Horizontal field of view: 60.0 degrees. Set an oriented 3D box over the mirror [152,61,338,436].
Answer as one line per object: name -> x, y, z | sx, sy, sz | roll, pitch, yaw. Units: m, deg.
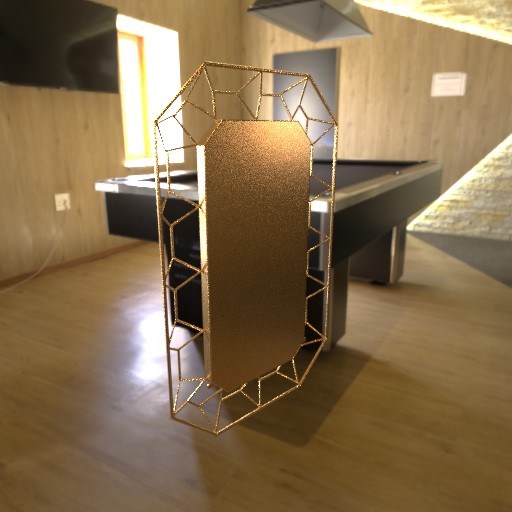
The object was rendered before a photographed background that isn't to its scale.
mirror -> 0.000, 0.000, 1.112 | 0.572, 0.870, 0.051 | -15, 22, -42
